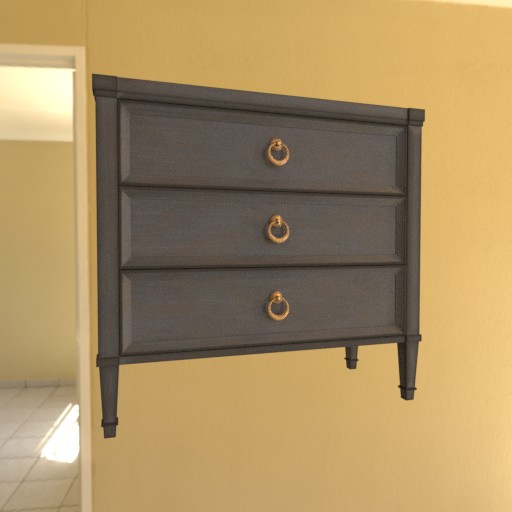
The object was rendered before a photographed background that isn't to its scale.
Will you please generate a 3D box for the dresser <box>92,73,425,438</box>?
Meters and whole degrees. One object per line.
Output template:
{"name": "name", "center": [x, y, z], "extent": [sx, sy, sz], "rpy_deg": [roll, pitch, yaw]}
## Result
{"name": "dresser", "center": [0.000, 0.000, 1.554], "extent": [1.049, 0.986, 0.463], "rpy_deg": [-1, 2, -18]}
